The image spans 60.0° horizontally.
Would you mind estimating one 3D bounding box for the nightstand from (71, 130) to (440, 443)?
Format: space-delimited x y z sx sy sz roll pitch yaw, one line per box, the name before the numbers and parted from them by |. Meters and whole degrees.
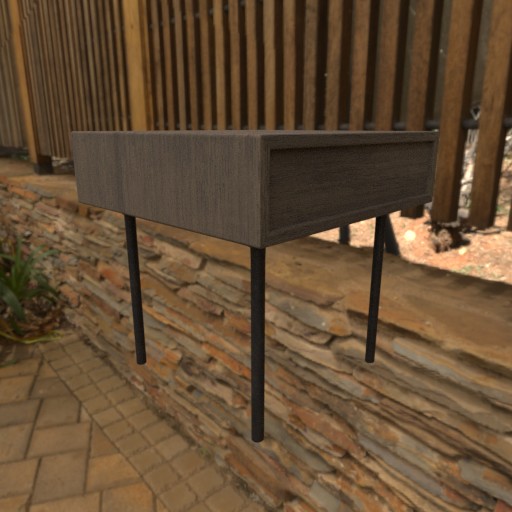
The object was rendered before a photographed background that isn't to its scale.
nightstand | 0.000 0.000 0.918 0.503 0.497 0.502 15 22 42
